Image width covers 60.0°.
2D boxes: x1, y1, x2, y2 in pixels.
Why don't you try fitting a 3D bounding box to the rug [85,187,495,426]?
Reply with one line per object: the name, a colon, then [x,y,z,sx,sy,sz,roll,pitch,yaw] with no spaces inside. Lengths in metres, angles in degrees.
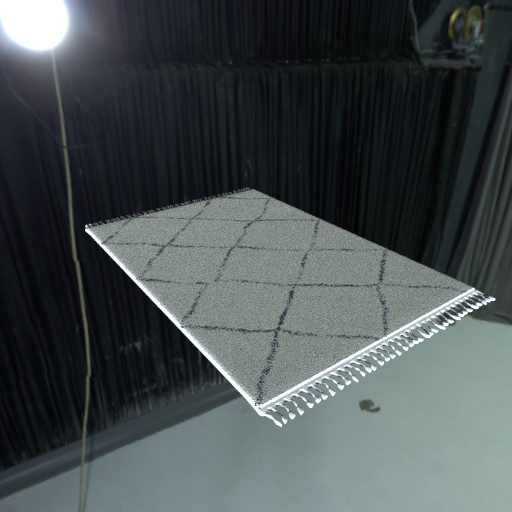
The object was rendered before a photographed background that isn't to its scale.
rug: [0.000,0.000,2.809,1.494,0.031,2.307,-18,32,-32]
